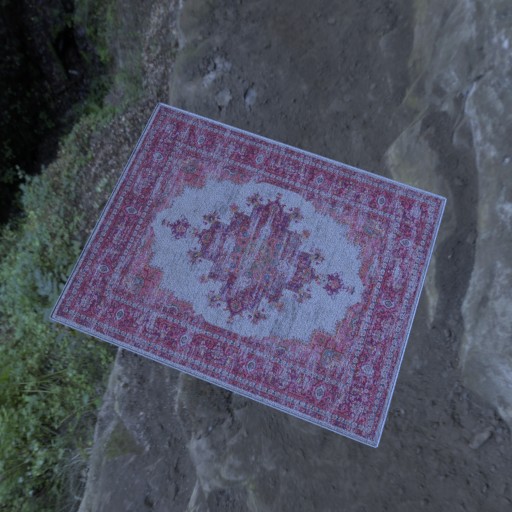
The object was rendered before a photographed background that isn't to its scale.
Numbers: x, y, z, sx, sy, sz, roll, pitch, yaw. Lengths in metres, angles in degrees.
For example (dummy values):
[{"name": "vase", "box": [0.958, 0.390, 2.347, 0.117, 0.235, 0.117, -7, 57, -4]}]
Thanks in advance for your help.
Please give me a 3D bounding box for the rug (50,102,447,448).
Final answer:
[{"name": "rug", "box": [0.000, 0.000, 4.209, 3.123, 0.017, 2.447, 20, 75, 6]}]
